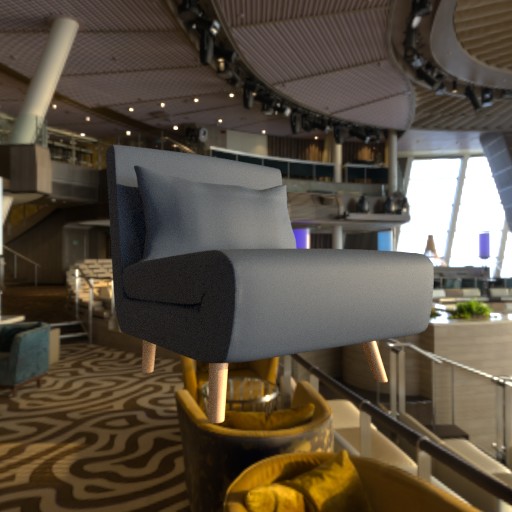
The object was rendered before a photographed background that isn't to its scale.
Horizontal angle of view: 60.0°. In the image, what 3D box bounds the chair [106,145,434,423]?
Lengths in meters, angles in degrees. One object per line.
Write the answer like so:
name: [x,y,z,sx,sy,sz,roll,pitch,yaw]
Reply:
chair: [0.000,0.000,1.496,0.770,0.808,0.900,0,-1,-35]
